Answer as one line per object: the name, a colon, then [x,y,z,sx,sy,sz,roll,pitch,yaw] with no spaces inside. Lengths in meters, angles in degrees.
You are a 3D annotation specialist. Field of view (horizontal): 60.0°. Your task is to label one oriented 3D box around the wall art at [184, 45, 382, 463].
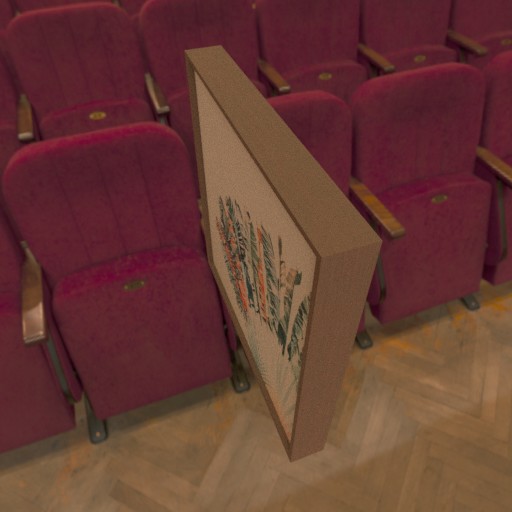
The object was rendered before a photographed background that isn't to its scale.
wall art: [0.000,0.000,0.452,0.038,0.303,0.304,-15,48,-14]
